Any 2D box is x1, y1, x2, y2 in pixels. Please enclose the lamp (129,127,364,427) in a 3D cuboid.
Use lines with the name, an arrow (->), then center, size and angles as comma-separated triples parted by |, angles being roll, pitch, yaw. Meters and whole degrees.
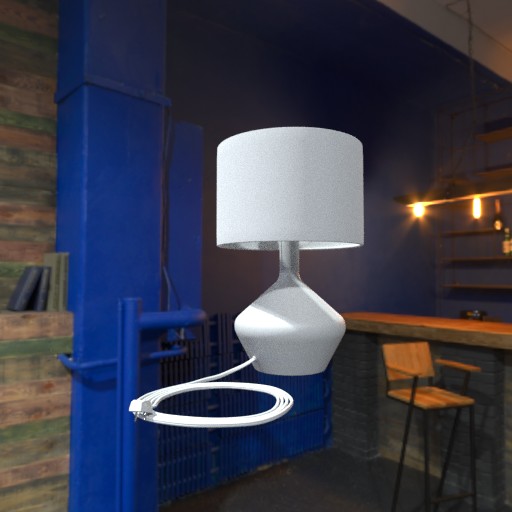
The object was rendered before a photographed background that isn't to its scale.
lamp -> 0.000, 0.000, 0.823 | 0.546, 0.457, 0.401 | 2, -3, -36
